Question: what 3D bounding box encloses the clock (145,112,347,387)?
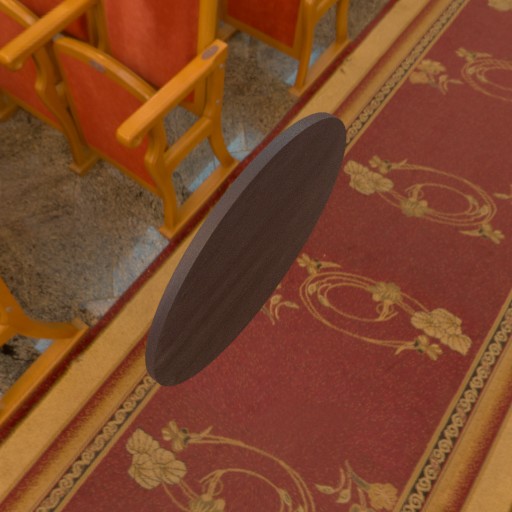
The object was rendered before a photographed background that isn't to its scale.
[{"bbox_3d":[0.000,0.000,0.875,0.029,0.595,0.595,34,69,15],"label":"clock"}]
